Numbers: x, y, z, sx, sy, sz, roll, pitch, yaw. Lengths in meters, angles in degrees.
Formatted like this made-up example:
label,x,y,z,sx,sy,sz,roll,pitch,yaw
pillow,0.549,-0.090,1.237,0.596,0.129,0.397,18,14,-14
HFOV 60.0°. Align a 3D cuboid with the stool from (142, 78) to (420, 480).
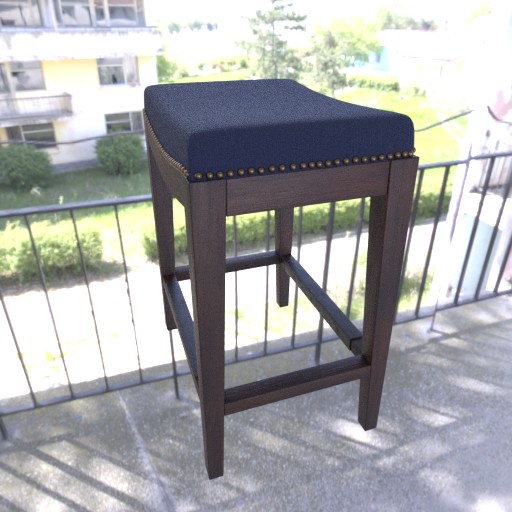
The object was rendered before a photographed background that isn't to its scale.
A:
label,x,y,z,sx,sy,sz,roll,pitch,yaw
stool,0.000,0.000,0.933,0.361,0.642,0.500,-10,30,-17
